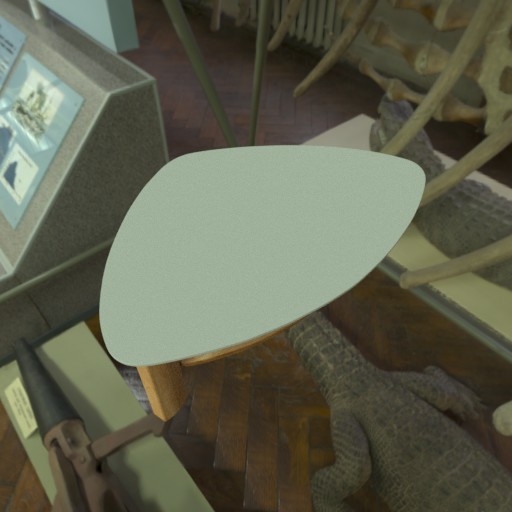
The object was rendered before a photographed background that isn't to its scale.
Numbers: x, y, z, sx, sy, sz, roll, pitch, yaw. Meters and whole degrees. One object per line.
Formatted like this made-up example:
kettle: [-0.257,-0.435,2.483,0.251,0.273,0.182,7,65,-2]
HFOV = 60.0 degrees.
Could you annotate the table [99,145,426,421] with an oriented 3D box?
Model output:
table: [0.000,0.000,1.621,1.250,0.440,0.850,-32,54,-27]
